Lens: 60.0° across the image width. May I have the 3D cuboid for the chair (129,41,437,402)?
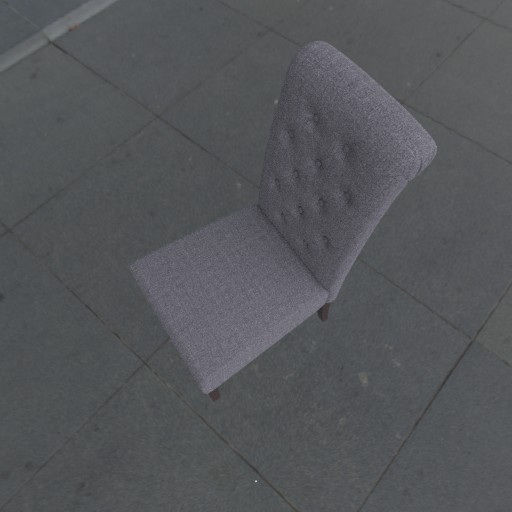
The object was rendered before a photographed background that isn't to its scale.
[{"bbox_3d":[0.000,0.000,1.329,0.671,1.006,0.456,-31,67,-15],"label":"chair"}]
